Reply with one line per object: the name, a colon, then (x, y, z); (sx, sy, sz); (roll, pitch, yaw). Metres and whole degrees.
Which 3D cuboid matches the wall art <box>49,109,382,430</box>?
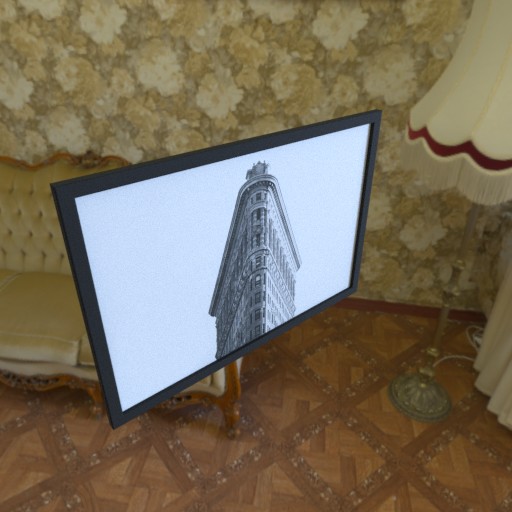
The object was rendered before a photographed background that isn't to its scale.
wall art: (0.000, 0.000, 1.236); (0.964, 0.659, 0.049); (-22, 37, -32)
